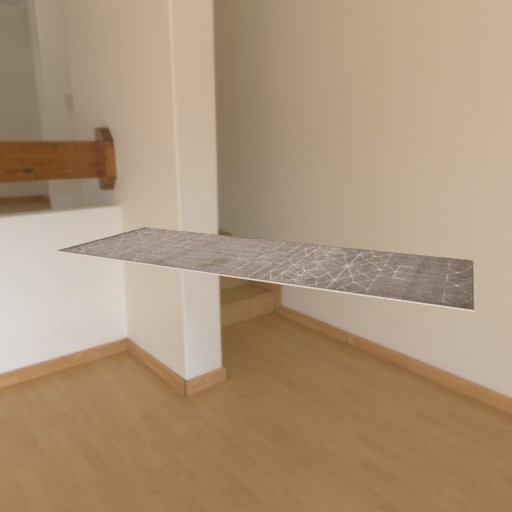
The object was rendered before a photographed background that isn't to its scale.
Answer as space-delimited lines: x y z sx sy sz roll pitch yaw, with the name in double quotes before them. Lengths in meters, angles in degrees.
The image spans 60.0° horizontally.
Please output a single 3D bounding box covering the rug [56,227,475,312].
"rug" 0.000 0.000 2.685 2.388 0.012 0.864 7 16 24
